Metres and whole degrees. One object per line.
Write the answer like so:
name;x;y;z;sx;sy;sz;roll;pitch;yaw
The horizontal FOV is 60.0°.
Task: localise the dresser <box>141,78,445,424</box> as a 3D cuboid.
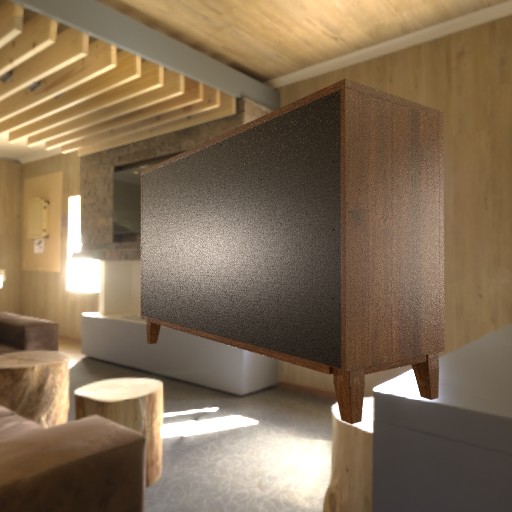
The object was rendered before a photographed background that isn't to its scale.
dresser;0.000;0.000;1.803;0.446;0.873;1.400;1;-1;-35
